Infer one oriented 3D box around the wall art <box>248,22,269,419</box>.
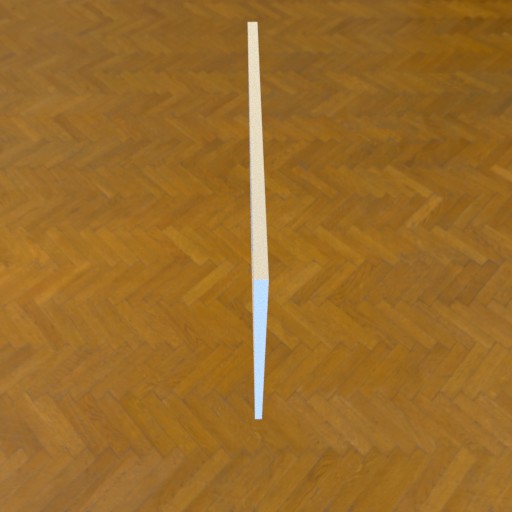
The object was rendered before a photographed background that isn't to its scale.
[{"bbox_3d":[0.000,0.000,0.698,0.013,0.533,0.381,-1,58,-1],"label":"wall art"}]
